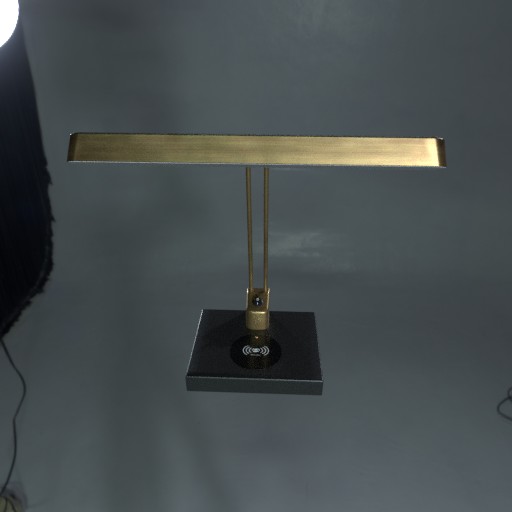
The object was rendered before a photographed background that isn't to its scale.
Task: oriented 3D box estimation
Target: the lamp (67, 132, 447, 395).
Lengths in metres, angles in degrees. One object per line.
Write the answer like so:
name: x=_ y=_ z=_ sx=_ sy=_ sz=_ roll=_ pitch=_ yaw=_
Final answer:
lamp: x=0.000 y=0.000 z=0.591 sx=0.412 sy=0.345 sz=0.156 roll=1 pitch=29 yaw=2
